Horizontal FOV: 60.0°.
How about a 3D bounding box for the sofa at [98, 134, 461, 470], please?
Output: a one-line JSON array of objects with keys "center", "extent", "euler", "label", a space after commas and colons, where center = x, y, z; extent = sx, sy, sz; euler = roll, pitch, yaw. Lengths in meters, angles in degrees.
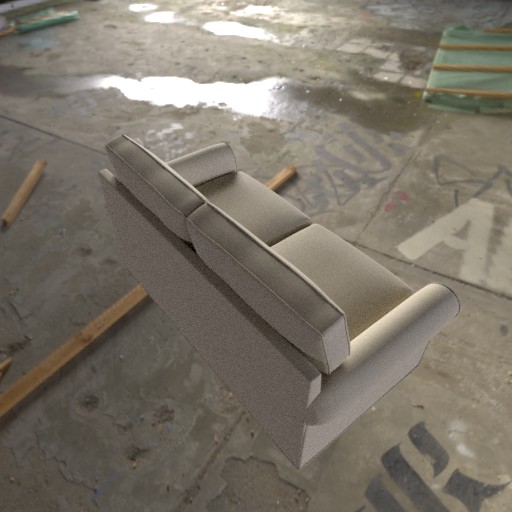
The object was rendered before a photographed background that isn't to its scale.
[{"center": [0.000, 0.000, 2.263], "extent": [0.861, 0.933, 1.774], "euler": [-29, 50, -27], "label": "sofa"}]
